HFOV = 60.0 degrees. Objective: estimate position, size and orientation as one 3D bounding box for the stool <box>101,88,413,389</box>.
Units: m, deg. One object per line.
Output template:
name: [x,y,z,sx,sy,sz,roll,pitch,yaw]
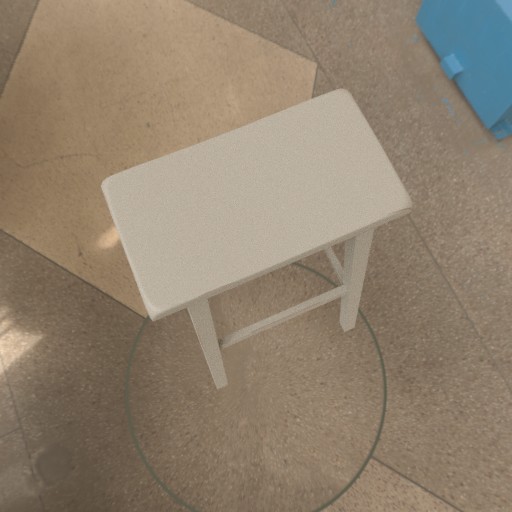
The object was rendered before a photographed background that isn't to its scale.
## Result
stool: [0.000,0.000,1.054,0.457,0.737,0.476,-23,75,-6]
